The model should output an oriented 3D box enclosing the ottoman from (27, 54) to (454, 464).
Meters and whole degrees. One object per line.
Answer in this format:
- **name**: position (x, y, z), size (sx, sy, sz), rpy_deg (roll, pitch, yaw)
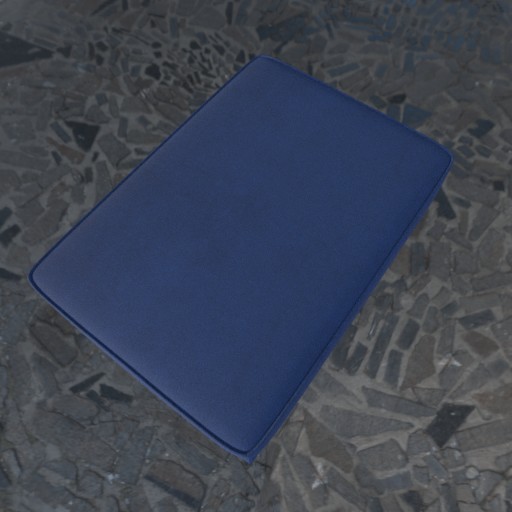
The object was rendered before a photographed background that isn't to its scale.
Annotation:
- **ottoman**: position (0.000, 0.000, 1.345), size (0.686, 0.584, 0.965), rpy_deg (34, 69, 15)
